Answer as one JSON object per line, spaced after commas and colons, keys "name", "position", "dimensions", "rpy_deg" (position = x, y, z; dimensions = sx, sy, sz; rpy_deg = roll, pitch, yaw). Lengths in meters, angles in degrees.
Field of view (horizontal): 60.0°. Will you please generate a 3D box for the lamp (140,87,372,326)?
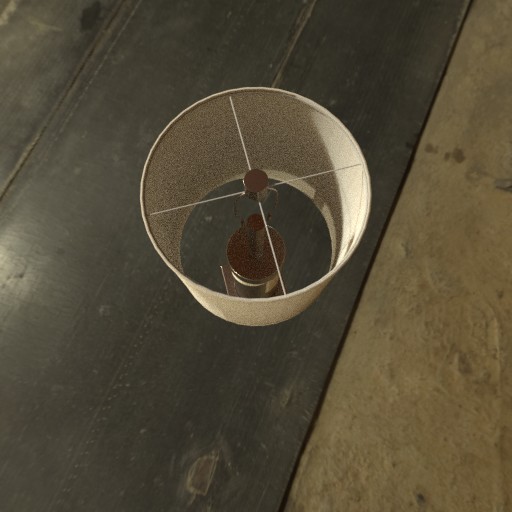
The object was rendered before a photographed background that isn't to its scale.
{"name": "lamp", "position": [0.000, 0.000, 0.618], "dimensions": [0.202, 0.509, 0.202], "rpy_deg": [-14, 76, -4]}
